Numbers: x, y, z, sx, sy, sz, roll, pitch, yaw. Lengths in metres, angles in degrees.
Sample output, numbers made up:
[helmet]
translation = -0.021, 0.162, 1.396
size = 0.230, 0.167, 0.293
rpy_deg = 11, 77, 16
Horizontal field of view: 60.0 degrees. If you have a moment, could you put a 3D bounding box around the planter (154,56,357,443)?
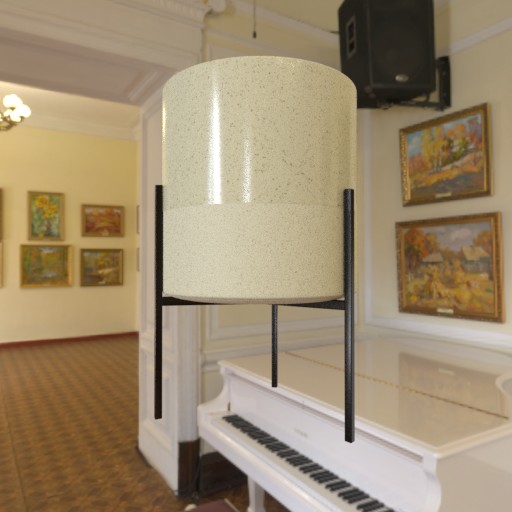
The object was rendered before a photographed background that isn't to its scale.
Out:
[planter]
translation = 0.000, 0.000, 0.543
size = 0.243, 0.390, 0.234
rpy_deg = 0, -1, -19
